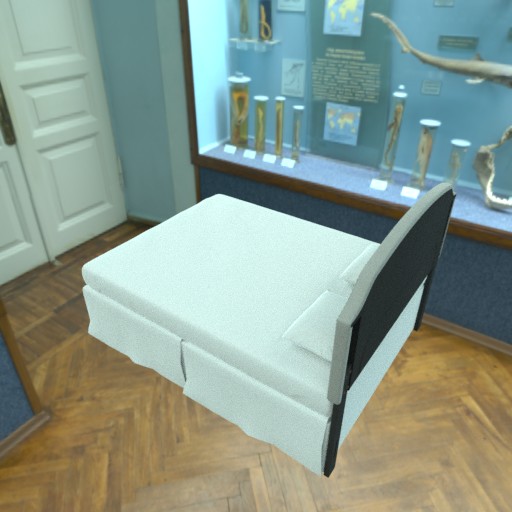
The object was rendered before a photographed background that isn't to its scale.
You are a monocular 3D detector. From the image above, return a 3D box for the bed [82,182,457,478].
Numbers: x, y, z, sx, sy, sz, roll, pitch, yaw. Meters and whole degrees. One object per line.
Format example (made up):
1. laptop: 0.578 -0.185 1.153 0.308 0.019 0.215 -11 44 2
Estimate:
1. bed: 0.000 0.000 2.969 1.999 1.270 1.558 21 38 29
